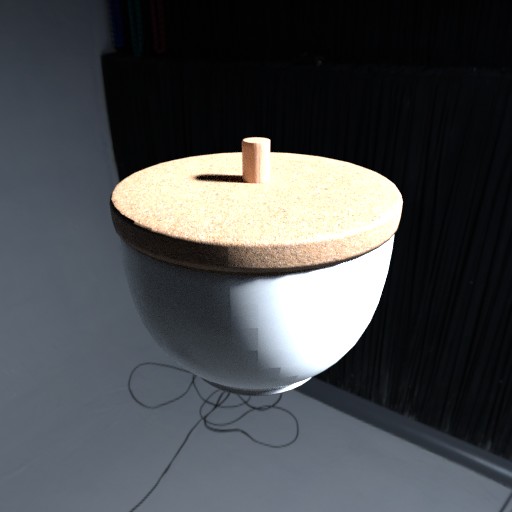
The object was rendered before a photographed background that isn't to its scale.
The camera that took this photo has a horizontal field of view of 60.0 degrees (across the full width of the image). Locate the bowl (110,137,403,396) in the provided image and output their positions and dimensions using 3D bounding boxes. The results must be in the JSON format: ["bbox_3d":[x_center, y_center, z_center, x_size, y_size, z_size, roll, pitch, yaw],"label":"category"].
[{"bbox_3d":[0.000,0.000,0.214,0.126,0.110,0.126,0,26,0],"label":"bowl"}]
